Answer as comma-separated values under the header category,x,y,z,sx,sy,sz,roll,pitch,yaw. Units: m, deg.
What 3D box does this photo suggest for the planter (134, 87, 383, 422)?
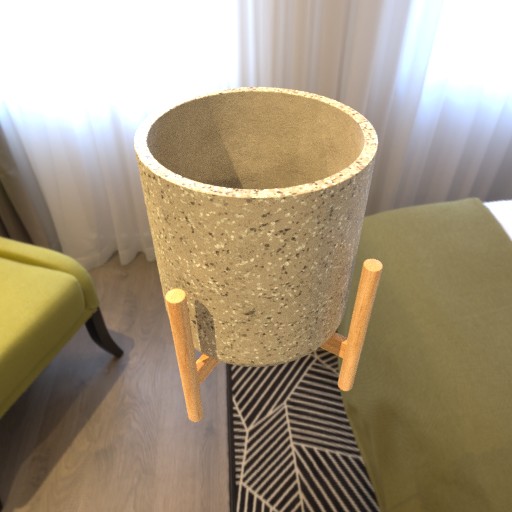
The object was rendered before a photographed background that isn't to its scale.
category,x,y,z,sx,sy,sz,roll,pitch,yaw
planter,0.000,0.000,0.699,0.360,0.419,0.360,-25,47,-26
